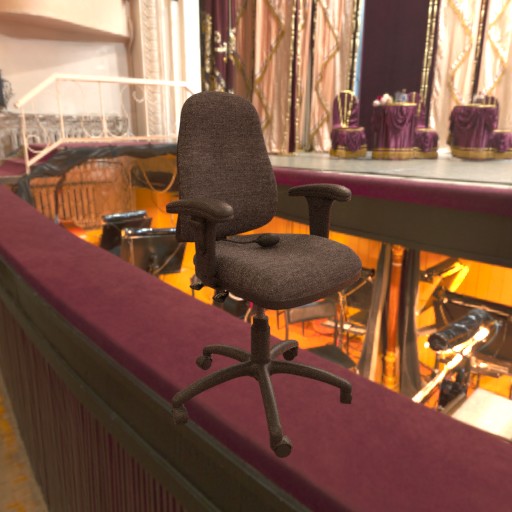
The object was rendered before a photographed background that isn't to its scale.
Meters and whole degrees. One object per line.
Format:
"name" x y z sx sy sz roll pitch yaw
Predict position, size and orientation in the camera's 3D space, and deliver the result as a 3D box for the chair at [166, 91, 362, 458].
"chair" 0.000 0.000 1.274 0.550 0.910 0.530 -14 21 -42
